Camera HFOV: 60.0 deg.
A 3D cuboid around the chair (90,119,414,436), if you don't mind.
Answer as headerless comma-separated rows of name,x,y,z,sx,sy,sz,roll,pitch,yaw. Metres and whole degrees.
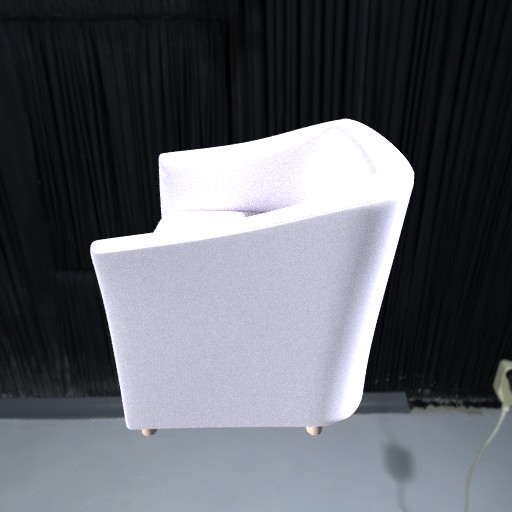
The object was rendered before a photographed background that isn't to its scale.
chair,0.000,0.000,1.342,0.700,0.720,0.790,0,27,0
